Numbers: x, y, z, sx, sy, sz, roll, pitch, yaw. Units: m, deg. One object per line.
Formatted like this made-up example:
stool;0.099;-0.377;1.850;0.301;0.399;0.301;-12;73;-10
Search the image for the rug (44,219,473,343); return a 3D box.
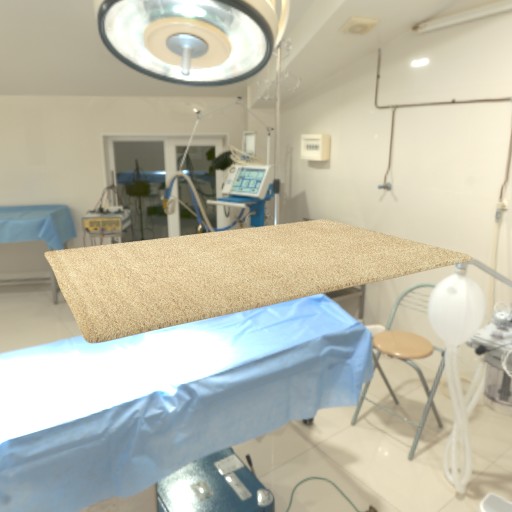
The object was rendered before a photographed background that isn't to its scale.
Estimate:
rug;0.000;0.000;2.856;2.349;0.025;1.500;-9;18;-29
